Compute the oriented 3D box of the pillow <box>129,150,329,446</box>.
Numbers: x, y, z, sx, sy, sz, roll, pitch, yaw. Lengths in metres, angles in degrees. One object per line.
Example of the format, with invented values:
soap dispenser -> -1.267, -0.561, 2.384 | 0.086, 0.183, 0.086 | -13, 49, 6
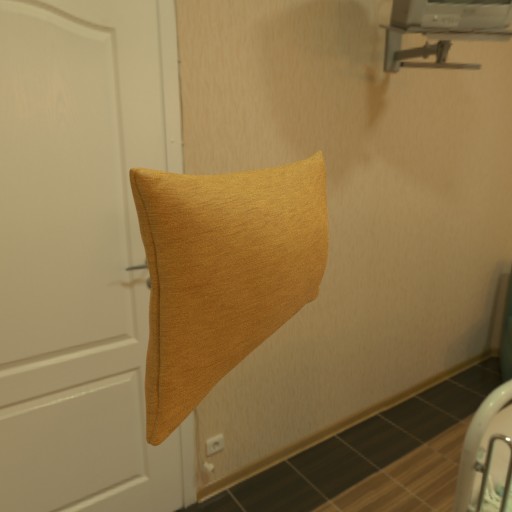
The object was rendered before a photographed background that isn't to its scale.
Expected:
pillow -> 0.000, 0.000, 0.794 | 0.210, 0.354, 0.634 | 7, 17, 26
